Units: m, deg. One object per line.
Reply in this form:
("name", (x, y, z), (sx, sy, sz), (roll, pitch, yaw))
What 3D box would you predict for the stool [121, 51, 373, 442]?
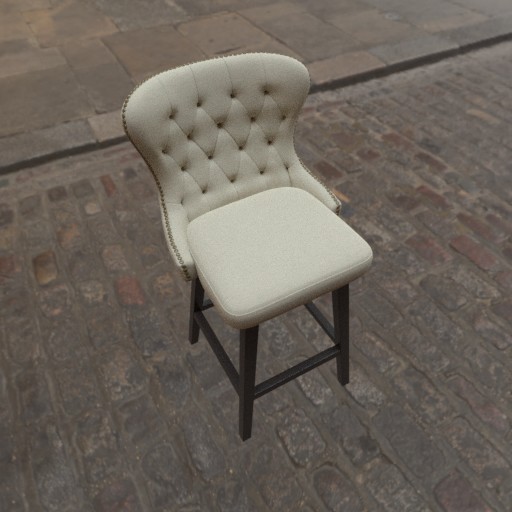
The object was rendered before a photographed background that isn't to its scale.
("stool", (0.000, 0.000, 1.330), (0.528, 0.971, 0.593), (-22, 50, -20))
